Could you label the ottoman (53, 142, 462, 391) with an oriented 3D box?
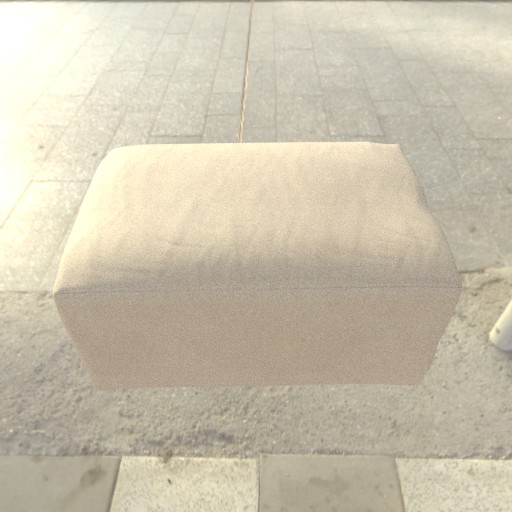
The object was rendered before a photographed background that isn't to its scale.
[{"bbox_3d":[0.000,0.000,1.200,0.872,0.444,0.590,-1,45,-1],"label":"ottoman"}]
